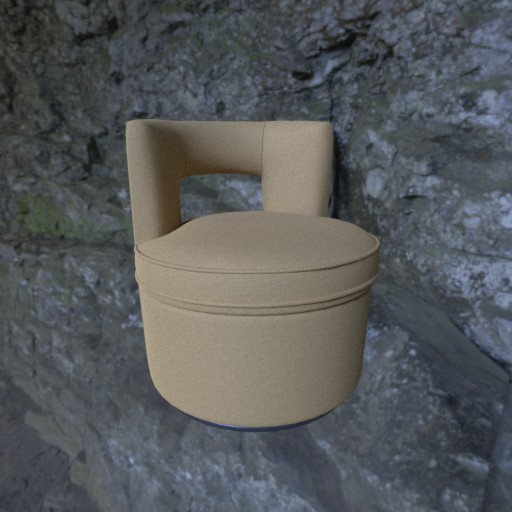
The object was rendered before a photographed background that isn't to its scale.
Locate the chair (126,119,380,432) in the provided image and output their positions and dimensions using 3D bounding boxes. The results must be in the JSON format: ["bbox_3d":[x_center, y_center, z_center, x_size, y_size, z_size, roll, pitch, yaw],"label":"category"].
[{"bbox_3d":[0.000,0.000,1.221,0.650,0.723,0.665,-8,18,-26],"label":"chair"}]
